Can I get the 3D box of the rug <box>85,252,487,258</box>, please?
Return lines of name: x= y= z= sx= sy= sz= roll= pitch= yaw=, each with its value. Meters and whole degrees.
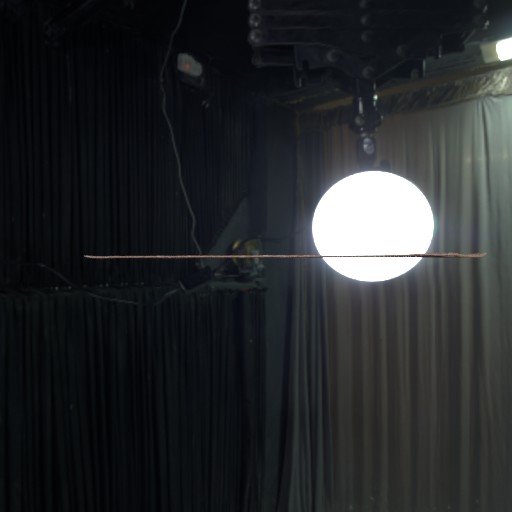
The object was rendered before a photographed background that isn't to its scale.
rug: x=0.000 y=0.000 z=2.736 sx=2.444 sy=0.030 sz=0.799 roll=0 pitch=0 yaw=36
